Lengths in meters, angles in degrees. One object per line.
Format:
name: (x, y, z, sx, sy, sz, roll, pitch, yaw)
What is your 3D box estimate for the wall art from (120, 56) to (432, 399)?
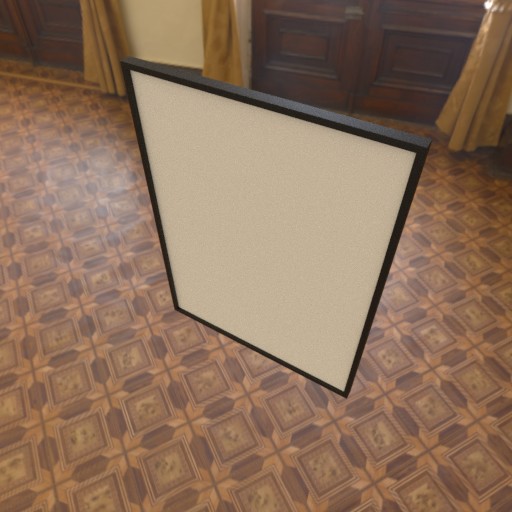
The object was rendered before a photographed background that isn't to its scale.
wall art: (0.000, 0.000, 1.406, 0.802, 1.070, 0.036, 23, 50, 21)
